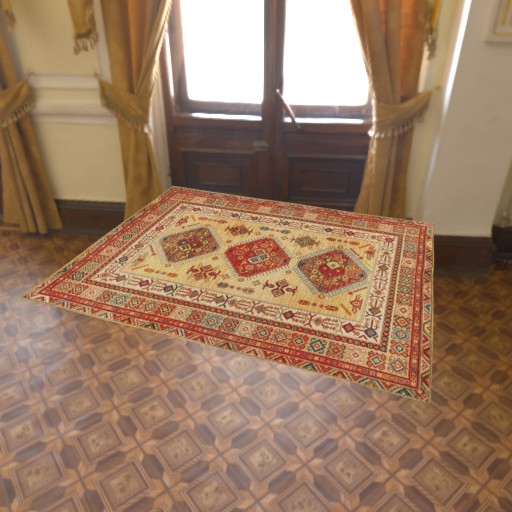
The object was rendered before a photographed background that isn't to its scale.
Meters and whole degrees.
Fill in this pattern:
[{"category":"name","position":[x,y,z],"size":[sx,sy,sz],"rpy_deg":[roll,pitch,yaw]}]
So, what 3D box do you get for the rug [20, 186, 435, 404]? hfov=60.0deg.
[{"category":"rug","position":[0.000,0.000,4.033],"size":[3.067,0.005,2.460],"rpy_deg":[11,33,17]}]
